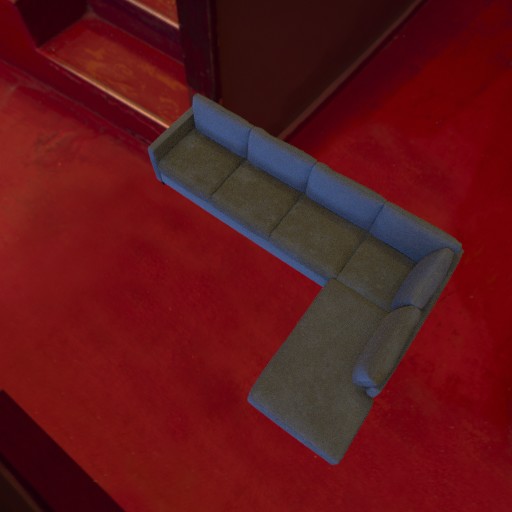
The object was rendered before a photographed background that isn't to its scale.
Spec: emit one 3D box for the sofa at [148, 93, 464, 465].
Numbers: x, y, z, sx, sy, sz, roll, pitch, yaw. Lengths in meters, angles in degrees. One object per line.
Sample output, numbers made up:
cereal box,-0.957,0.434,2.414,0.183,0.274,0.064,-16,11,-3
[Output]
sofa,0.000,0.000,3.302,2.486,0.687,1.707,33,69,15
